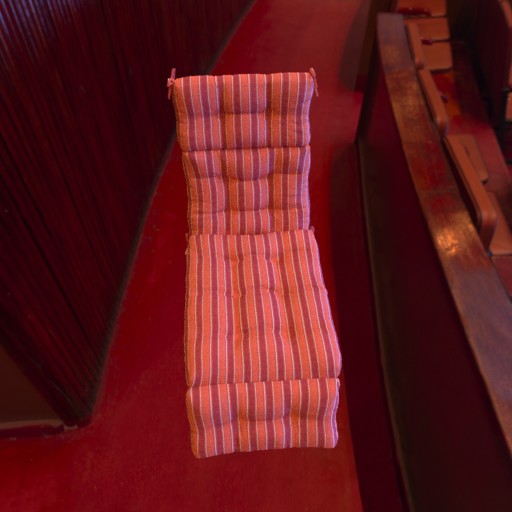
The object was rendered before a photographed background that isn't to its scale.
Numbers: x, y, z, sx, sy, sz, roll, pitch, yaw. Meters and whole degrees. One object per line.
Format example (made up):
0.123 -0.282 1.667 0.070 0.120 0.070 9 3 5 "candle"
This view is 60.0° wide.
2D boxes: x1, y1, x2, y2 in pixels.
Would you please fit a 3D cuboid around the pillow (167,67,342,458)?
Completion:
0.000 0.000 1.486 0.526 0.863 1.016 -3 48 -3 "pillow"
